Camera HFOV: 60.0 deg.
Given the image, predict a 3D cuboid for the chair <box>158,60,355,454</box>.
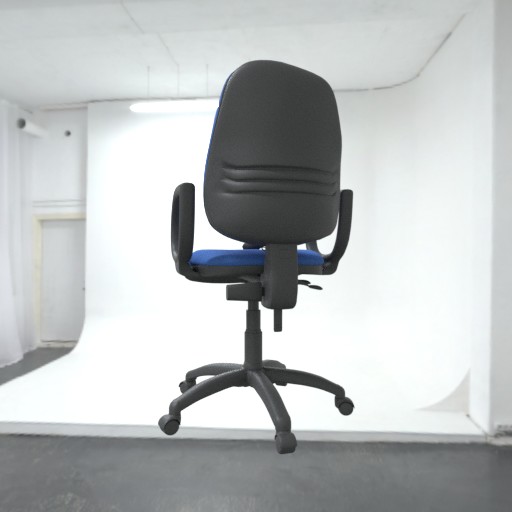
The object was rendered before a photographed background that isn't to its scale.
[{"bbox_3d":[0.000,0.000,1.258,0.552,0.905,0.549,0,0,-16],"label":"chair"}]
